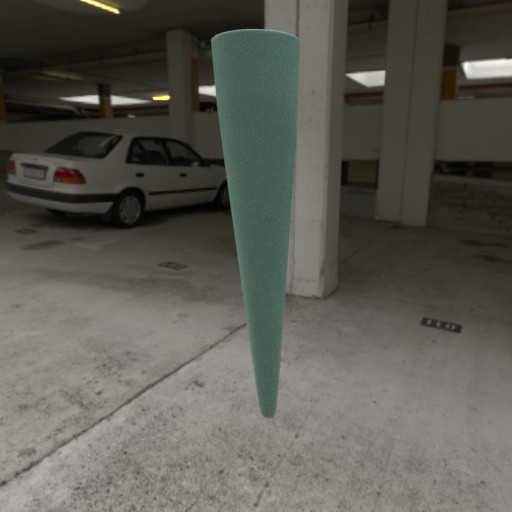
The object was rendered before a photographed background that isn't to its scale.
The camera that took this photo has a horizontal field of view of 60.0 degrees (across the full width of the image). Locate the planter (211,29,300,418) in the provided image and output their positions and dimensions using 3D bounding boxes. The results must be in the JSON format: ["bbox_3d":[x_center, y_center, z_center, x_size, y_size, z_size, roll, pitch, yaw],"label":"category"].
[{"bbox_3d":[0.000,0.000,0.299,0.054,0.268,0.055,7,15,27],"label":"planter"}]
